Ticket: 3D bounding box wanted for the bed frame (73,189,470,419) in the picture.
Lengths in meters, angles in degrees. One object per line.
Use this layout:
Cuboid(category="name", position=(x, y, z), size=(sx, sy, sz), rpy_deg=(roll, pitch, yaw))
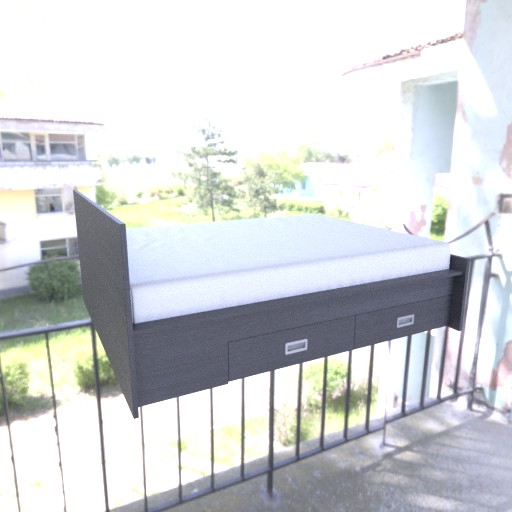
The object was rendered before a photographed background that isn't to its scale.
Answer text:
Cuboid(category="bed frame", position=(0.000, 0.000, 2.843), size=(1.960, 0.800, 1.622), rpy_deg=(-7, 15, -27))
